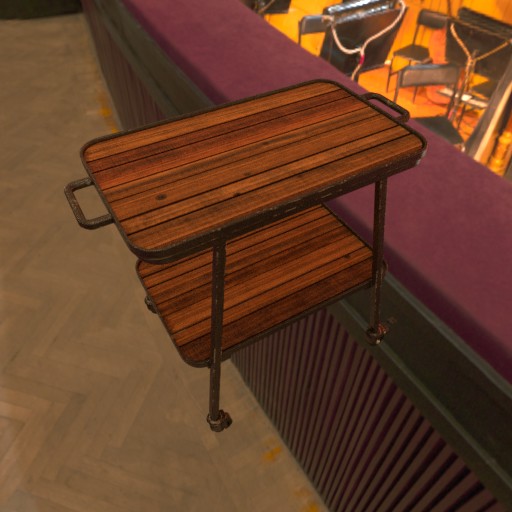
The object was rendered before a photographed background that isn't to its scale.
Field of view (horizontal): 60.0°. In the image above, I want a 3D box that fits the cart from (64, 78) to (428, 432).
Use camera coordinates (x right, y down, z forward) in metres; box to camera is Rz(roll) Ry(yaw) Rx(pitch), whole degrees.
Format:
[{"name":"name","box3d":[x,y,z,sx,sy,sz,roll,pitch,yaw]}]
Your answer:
[{"name":"cart","box3d":[0.000,0.000,1.220,0.806,0.700,0.515,-23,50,-21]}]
